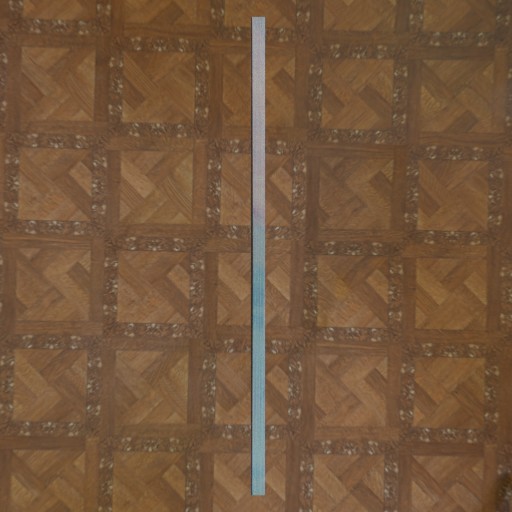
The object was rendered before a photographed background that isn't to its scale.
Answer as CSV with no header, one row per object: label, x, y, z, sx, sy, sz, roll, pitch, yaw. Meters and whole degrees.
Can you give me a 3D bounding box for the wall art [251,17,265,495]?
wall art,0.000,0.000,1.431,0.034,0.756,1.137,0,90,-1
